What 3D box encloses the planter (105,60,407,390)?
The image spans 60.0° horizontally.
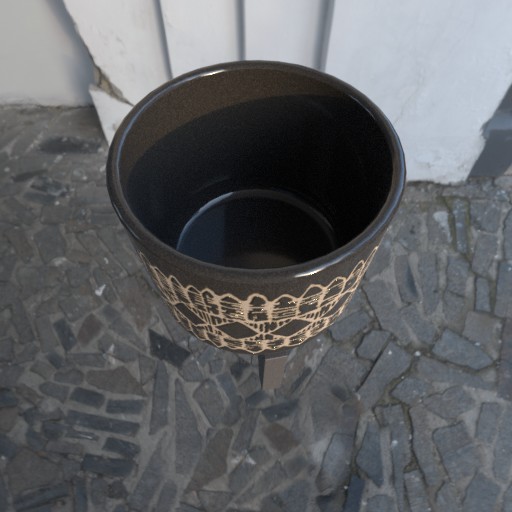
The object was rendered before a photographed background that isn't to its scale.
[{"bbox_3d":[0.000,0.000,0.402,0.196,0.264,0.196,17,60,10],"label":"planter"}]
